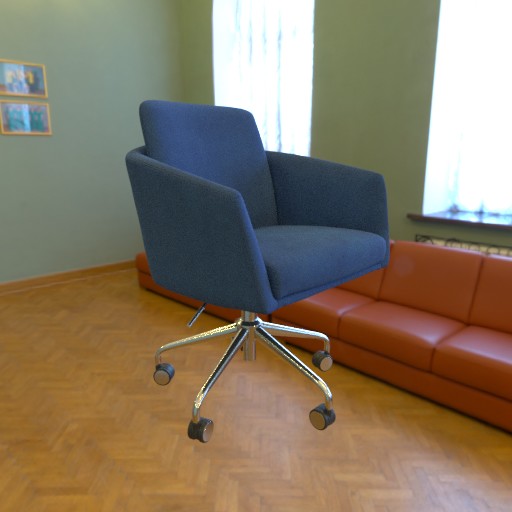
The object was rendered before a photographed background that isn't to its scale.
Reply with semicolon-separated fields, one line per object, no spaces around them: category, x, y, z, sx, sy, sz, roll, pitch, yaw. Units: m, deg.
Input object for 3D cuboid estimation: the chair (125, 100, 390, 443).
chair;0.000;0.000;1.334;0.635;0.908;0.641;13;18;43
